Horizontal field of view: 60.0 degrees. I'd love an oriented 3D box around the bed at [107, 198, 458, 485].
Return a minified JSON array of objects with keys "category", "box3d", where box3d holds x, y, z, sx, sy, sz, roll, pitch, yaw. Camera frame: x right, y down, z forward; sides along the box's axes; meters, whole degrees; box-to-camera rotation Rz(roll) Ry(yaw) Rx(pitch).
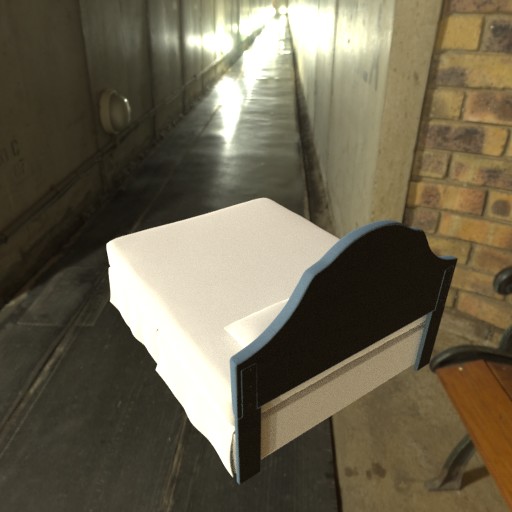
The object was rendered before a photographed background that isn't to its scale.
[{"category":"bed","box3d":[0.000,0.000,3.833,2.039,1.617,2.477,-19,36,-29]}]
